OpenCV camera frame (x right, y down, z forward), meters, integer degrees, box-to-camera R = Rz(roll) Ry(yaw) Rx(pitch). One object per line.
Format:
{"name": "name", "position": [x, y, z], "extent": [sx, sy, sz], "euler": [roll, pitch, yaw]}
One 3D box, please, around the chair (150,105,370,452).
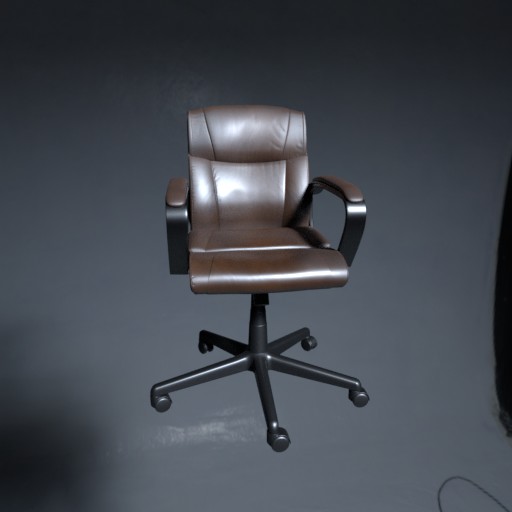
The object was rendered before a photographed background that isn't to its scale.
{"name": "chair", "position": [0.000, 0.000, 1.500], "extent": [0.739, 1.004, 0.717], "euler": [-2, 16, -7]}
